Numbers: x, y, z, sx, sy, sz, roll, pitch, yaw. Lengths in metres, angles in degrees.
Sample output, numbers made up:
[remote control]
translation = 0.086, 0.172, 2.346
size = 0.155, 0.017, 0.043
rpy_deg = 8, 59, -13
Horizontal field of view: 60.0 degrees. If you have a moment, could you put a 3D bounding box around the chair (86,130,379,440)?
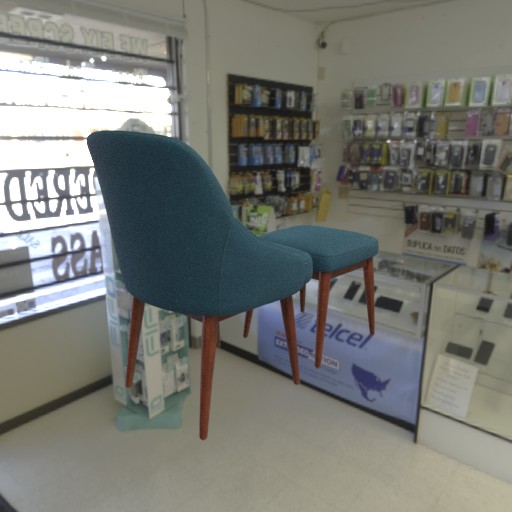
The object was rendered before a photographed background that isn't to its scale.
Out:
[chair]
translation = 0.000, 0.000, 1.619
size = 0.584, 0.866, 1.114
rpy_deg = 13, 20, 42
